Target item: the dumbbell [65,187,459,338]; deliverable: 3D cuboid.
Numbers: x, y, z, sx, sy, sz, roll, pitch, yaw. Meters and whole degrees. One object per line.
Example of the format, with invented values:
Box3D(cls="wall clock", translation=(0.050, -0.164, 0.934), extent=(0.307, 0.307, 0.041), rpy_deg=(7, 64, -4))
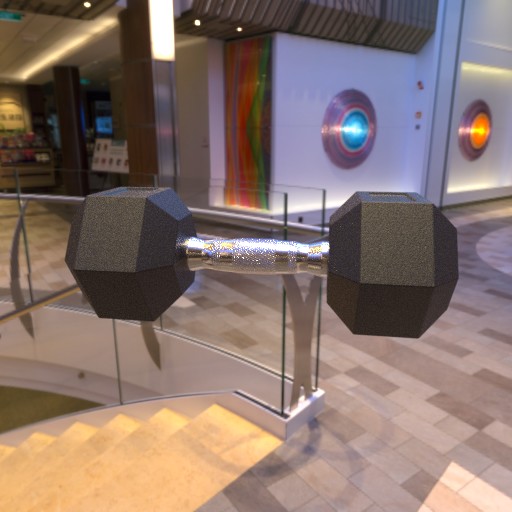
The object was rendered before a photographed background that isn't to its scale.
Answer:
Box3D(cls="dumbbell", translation=(0.000, 0.000, 0.437), extent=(0.356, 0.123, 0.141), rpy_deg=(2, 16, 8))
